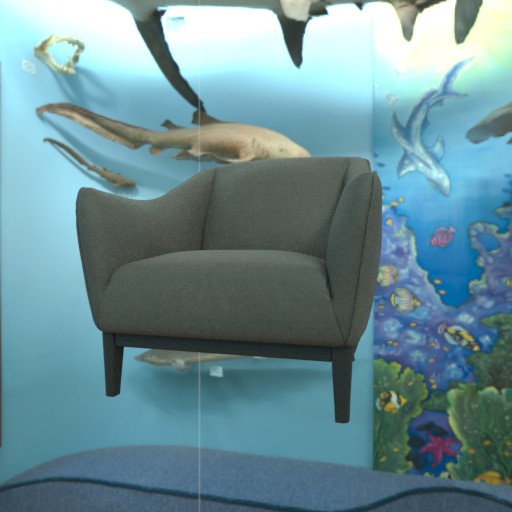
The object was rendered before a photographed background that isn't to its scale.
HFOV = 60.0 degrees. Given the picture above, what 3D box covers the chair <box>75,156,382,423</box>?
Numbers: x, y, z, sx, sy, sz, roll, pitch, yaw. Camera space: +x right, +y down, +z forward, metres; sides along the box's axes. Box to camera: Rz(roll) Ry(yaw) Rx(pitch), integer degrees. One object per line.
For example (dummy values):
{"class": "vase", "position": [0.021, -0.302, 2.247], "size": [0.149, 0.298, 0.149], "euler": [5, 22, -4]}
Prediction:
{"class": "chair", "position": [0.000, 0.000, 1.547], "size": [0.871, 0.830, 0.852], "euler": [0, 0, 18]}
